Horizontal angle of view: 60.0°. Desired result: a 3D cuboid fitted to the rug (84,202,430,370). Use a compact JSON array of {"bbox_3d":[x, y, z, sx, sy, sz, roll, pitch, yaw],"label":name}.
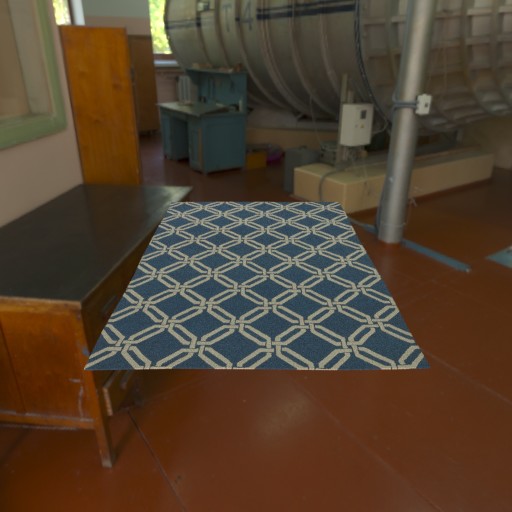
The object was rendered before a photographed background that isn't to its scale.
[{"bbox_3d":[0.000,0.000,2.245,1.153,0.010,1.755,0,25,0],"label":"rug"}]
